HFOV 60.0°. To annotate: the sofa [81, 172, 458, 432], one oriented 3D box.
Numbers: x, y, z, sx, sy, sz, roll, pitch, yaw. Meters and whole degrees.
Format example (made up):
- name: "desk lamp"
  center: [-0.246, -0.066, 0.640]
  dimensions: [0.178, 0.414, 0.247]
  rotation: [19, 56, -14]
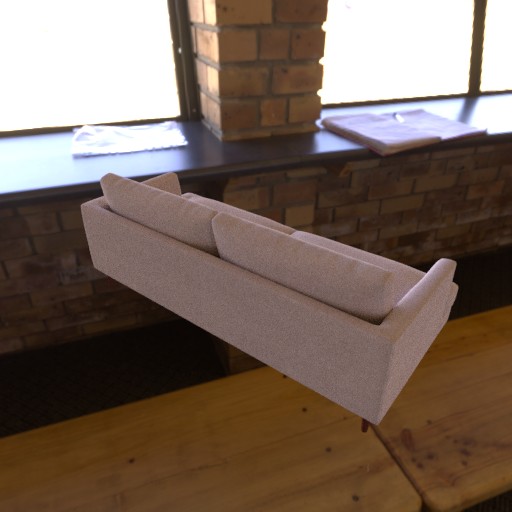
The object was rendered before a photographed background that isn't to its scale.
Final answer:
- name: "sofa"
  center: [0.000, 0.000, 2.841]
  dimensions: [2.250, 0.868, 1.020]
  rotation: [22, 37, 32]
